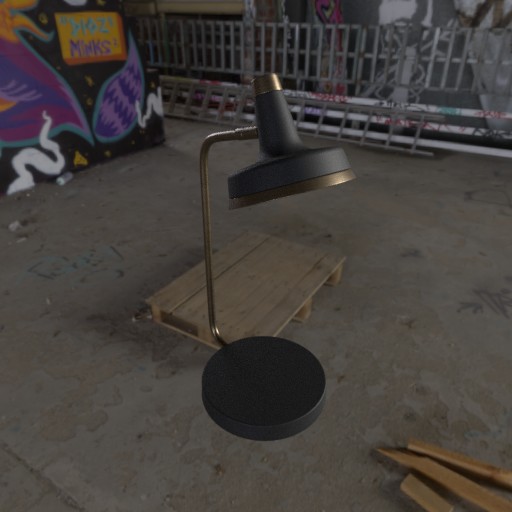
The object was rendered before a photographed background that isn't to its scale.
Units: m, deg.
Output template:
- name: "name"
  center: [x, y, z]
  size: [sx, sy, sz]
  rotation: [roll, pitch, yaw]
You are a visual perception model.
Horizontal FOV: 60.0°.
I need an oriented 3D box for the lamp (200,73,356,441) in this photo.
- name: "lamp"
  center: [0.000, 0.000, 0.498]
  size: [0.162, 0.385, 0.218]
  rotation: [-21, 35, -32]
